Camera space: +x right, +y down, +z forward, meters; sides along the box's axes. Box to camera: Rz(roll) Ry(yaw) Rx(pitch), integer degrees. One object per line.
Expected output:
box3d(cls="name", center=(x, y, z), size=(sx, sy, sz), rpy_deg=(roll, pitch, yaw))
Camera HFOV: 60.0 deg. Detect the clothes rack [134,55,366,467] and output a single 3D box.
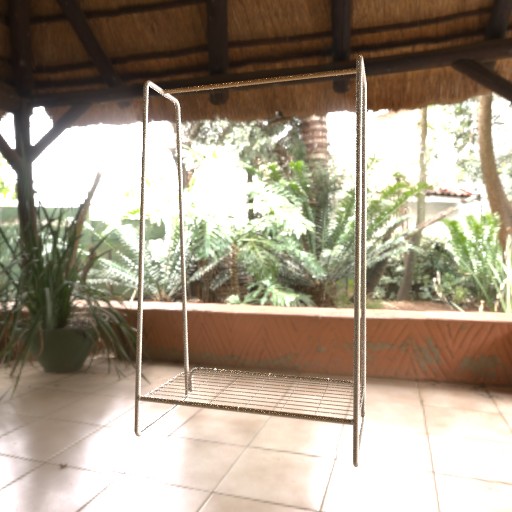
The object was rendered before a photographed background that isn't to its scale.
box3d(cls="clothes rack", center=(0.000, 0.000, 1.905), size=(0.900, 1.500, 0.495), rpy_deg=(0, 1, 17))
